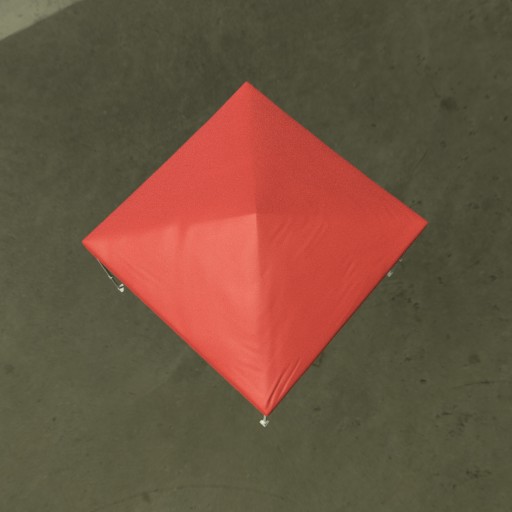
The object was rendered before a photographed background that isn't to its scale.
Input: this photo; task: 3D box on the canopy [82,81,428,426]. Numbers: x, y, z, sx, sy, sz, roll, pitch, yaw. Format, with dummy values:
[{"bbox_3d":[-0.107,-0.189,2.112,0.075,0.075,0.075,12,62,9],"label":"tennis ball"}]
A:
[{"bbox_3d":[0.000,0.000,5.100,2.848,2.849,2.849,41,79,10],"label":"canopy"}]
